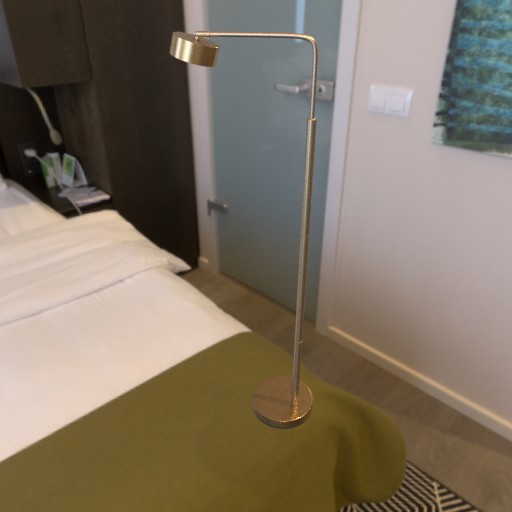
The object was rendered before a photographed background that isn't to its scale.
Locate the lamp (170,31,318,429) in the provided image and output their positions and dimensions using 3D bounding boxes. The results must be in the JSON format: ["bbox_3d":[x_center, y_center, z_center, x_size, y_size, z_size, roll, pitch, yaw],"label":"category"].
[{"bbox_3d":[0.000,0.000,1.359,0.418,1.230,0.219,7,30,13],"label":"lamp"}]
